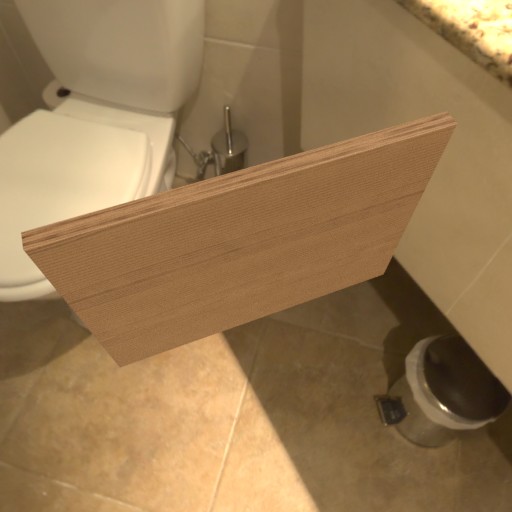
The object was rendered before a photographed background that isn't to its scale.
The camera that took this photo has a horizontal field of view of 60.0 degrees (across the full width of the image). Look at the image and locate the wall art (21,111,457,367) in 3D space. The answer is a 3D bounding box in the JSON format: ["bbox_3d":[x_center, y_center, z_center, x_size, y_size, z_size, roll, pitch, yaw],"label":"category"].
[{"bbox_3d":[0.000,0.000,1.081,0.841,0.609,0.063,-18,60,-11],"label":"wall art"}]
